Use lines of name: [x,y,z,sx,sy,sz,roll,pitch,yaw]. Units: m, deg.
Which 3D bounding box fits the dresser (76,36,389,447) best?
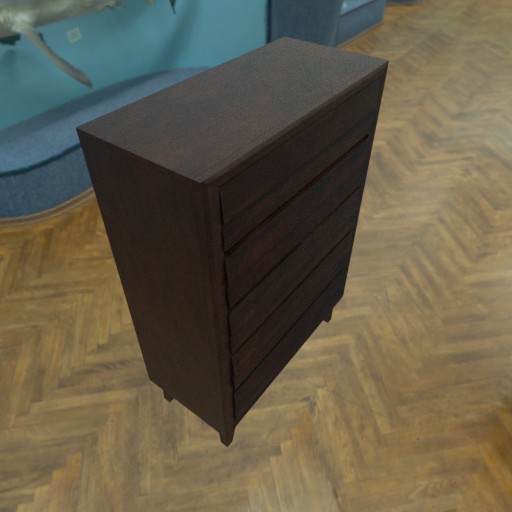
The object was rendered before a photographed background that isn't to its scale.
dresser: [0.000,0.000,2.001,0.506,1.514,1.072,27,49,26]
